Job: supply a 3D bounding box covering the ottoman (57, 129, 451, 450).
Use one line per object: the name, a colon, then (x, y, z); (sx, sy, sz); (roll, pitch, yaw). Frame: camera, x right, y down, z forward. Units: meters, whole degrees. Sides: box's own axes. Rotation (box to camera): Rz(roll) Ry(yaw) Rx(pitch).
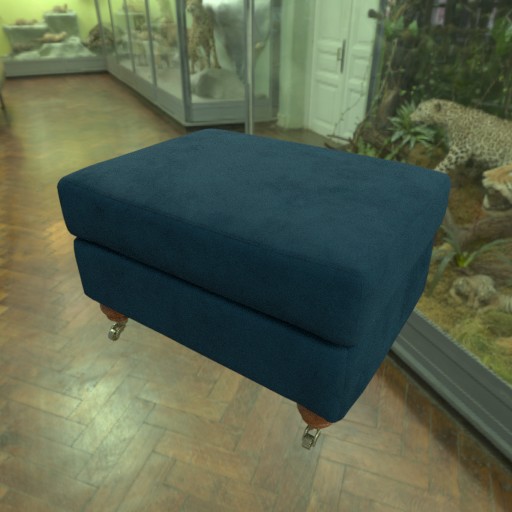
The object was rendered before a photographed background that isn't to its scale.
ottoman: (0.000, 0.000, 1.127); (0.773, 0.503, 0.572); (19, 35, 29)
